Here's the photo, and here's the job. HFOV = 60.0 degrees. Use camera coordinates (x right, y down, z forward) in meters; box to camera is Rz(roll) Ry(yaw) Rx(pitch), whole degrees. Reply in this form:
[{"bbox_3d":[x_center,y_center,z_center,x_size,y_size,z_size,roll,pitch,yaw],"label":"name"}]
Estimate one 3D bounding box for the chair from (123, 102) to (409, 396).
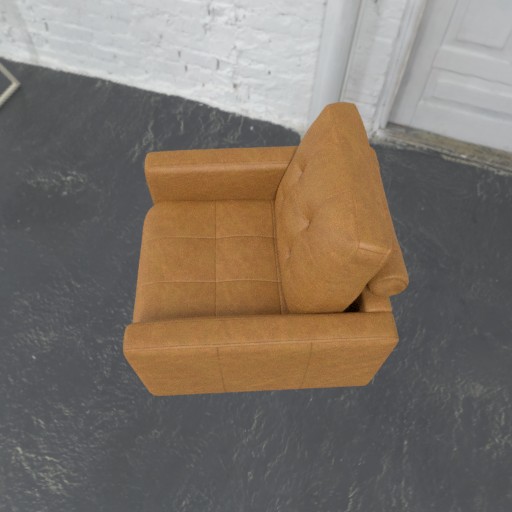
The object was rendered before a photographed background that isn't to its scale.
[{"bbox_3d":[0.000,0.000,1.590,0.868,0.896,0.831,-2,57,-2],"label":"chair"}]
